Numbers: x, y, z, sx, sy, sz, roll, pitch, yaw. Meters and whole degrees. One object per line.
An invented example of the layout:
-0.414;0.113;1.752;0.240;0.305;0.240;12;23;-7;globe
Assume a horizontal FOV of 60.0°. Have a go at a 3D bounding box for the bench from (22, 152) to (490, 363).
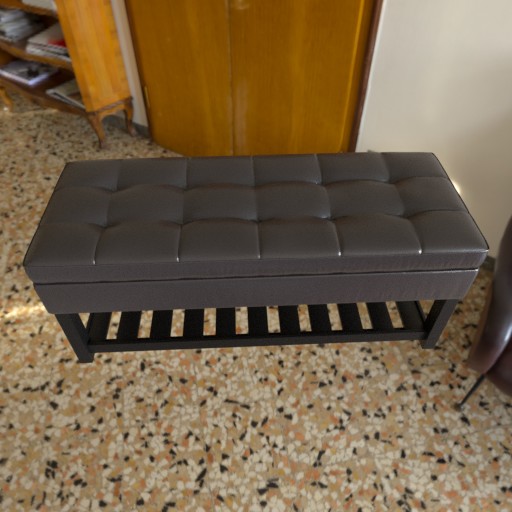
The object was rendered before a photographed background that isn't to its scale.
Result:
0.000;0.000;1.323;1.105;0.460;0.432;-2;46;-2;bench
